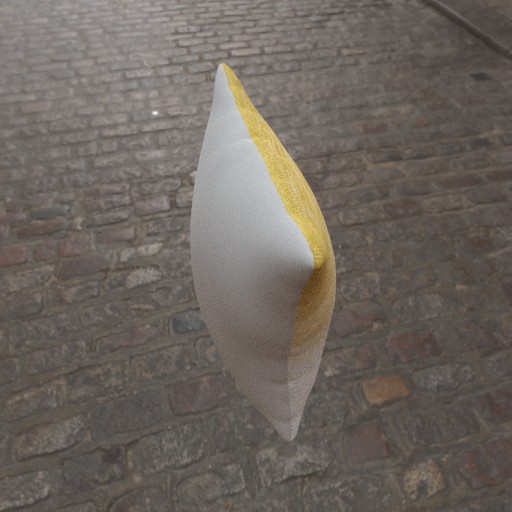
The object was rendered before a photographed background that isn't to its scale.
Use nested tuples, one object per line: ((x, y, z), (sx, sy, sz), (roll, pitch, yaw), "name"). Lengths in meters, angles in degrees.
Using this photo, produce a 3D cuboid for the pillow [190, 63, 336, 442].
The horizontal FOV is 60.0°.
((0.000, 0.000, 0.722), (0.211, 0.450, 0.450), (-11, 48, -10), "pillow")
